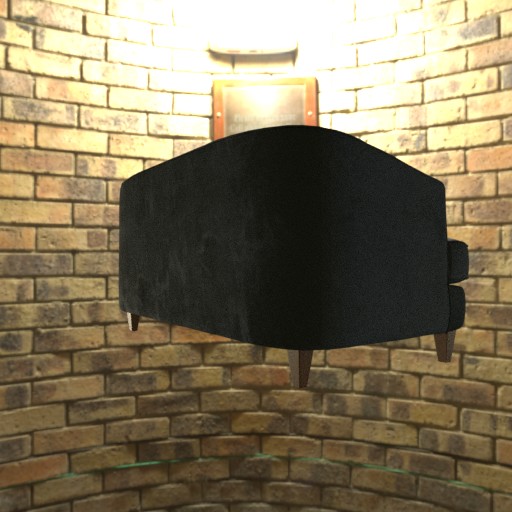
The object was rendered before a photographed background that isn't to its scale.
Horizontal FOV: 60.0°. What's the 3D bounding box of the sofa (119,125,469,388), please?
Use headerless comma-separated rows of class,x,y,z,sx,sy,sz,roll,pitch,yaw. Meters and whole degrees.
sofa,0.000,0.000,2.203,0.941,0.854,1.733,0,-1,-37
